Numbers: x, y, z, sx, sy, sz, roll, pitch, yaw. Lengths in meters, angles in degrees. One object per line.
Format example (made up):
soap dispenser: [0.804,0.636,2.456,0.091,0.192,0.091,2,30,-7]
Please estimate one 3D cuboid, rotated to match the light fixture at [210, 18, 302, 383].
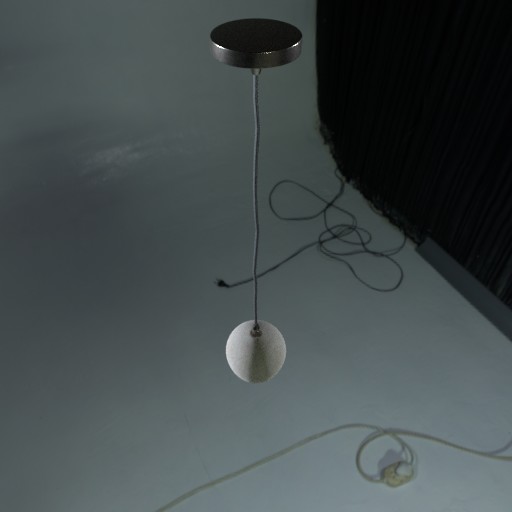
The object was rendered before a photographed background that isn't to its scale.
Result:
light fixture: [0.000,0.000,0.804,0.139,0.764,0.139,-24,51,-22]
